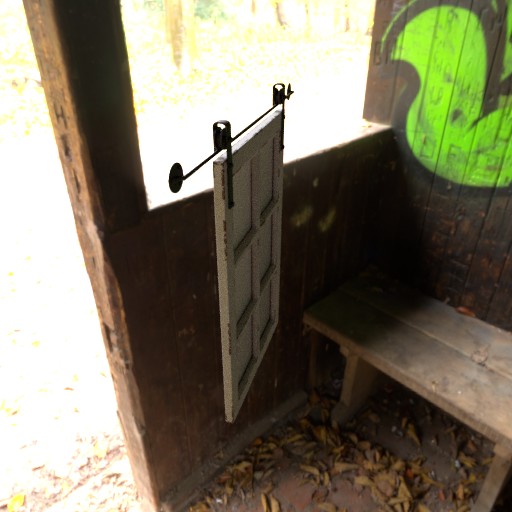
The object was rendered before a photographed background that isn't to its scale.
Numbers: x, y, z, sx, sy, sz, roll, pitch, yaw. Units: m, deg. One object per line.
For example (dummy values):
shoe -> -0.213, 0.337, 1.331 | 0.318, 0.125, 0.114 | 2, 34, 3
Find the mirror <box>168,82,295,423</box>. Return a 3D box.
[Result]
mirror -> 0.000, 0.000, 1.237 | 0.037, 0.844, 0.808 | 10, 33, 15
